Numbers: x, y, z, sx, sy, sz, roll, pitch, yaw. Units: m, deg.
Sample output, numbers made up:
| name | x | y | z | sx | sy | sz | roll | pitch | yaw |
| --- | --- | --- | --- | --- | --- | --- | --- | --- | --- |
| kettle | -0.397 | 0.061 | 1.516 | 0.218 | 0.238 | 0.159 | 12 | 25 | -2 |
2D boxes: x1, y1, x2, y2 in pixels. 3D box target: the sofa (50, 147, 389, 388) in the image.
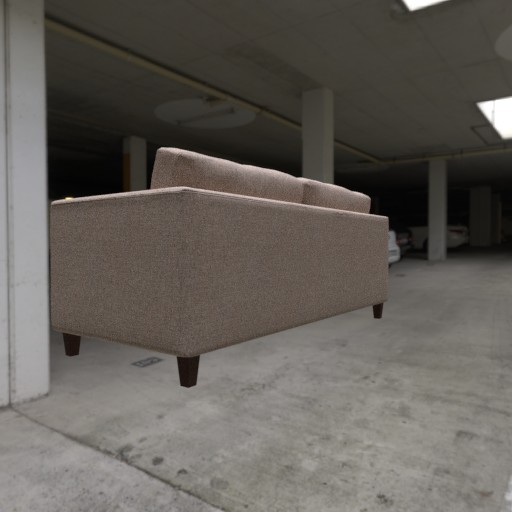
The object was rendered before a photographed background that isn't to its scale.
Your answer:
| name | x | y | z | sx | sy | sz | roll | pitch | yaw |
| --- | --- | --- | --- | --- | --- | --- | --- | --- | --- |
| sofa | 0.000 | 0.000 | 2.776 | 0.951 | 0.965 | 2.208 | 1 | 2 | 36 |
